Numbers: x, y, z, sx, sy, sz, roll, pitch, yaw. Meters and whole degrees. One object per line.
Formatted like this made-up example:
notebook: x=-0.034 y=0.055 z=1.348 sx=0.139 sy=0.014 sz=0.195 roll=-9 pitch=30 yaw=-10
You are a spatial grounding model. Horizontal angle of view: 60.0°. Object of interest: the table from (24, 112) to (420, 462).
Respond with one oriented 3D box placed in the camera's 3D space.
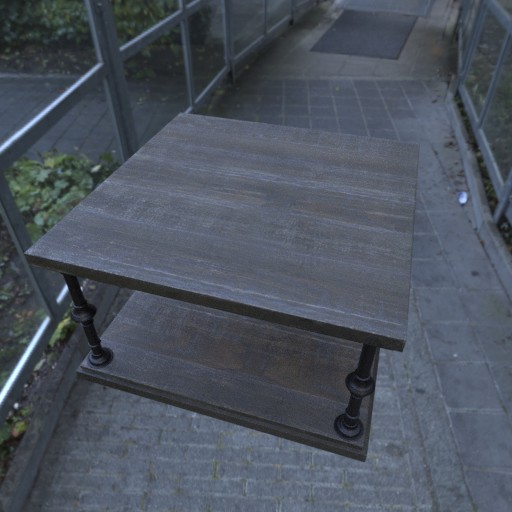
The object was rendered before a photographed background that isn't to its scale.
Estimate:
table: x=0.000 y=0.000 z=1.135 sx=0.696 sy=0.400 sz=0.696 roll=11 pitch=41 yaw=13
